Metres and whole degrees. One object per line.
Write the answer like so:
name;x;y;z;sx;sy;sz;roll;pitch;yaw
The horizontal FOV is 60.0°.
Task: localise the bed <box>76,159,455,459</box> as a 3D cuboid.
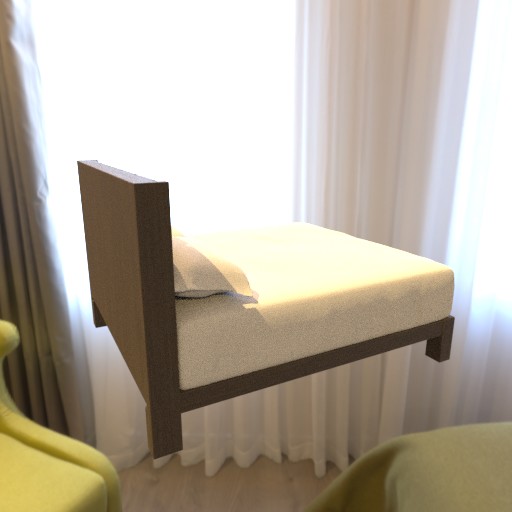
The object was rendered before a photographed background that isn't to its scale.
bed;0.000;0.000;3.058;1.992;1.261;1.735;-8;17;-27
